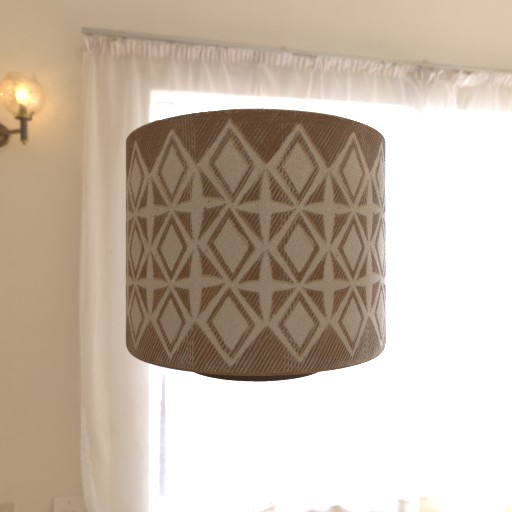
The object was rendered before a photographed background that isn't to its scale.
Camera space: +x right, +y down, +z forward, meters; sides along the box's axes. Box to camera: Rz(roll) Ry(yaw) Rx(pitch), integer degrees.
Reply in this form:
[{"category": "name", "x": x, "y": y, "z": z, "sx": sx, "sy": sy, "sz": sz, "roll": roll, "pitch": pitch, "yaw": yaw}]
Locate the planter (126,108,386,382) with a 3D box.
[{"category": "planter", "x": 0.000, "y": 0.000, "z": 0.343, "sx": 0.193, "sy": 0.165, "sz": 0.193, "roll": 0, "pitch": 0, "yaw": 0}]
